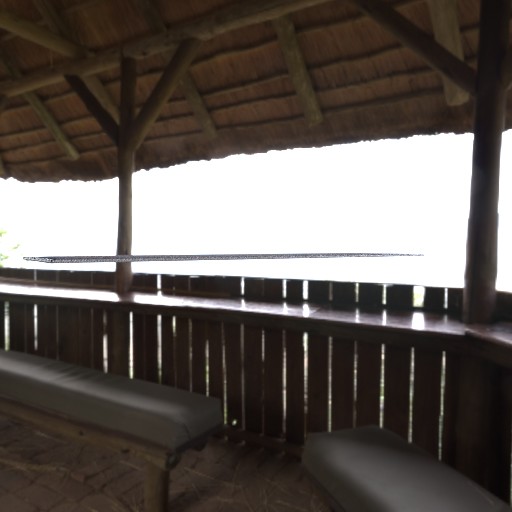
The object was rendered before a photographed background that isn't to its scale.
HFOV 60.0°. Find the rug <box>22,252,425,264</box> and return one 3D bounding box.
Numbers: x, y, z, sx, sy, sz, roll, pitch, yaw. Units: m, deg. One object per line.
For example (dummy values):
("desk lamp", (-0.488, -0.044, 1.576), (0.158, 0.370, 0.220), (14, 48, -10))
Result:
("rug", (0.000, 0.000, 2.534), (2.297, 0.019, 0.659), (-1, 1, -36))
